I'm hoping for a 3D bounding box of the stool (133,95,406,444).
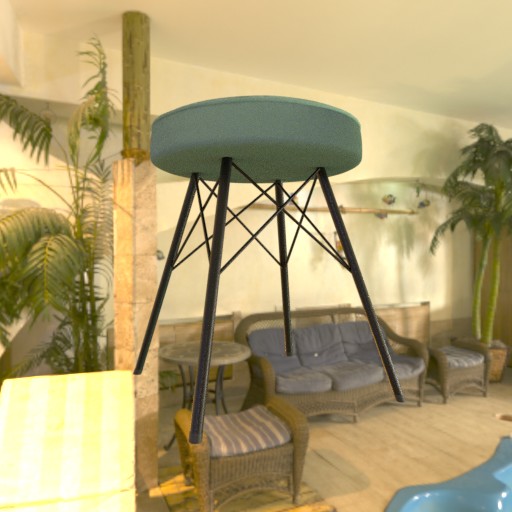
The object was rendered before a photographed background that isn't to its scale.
[{"bbox_3d":[0.000,0.000,0.879,0.457,0.519,0.458,0,0,-18],"label":"stool"}]
